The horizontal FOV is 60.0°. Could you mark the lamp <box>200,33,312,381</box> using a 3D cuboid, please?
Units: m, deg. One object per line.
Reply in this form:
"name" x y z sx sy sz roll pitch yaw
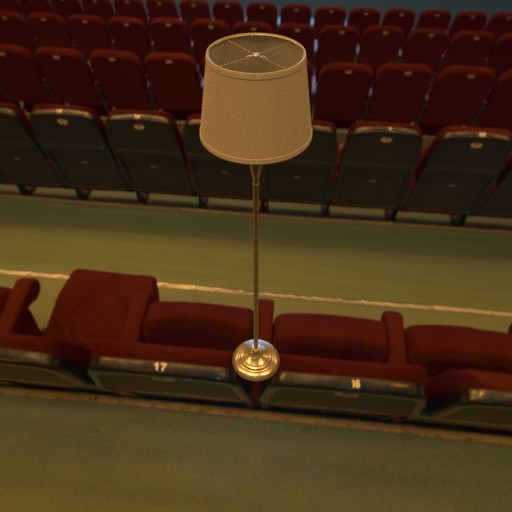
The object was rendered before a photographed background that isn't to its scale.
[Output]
"lamp" 0.000 0.000 1.670 0.327 1.506 0.327 4 47 4
